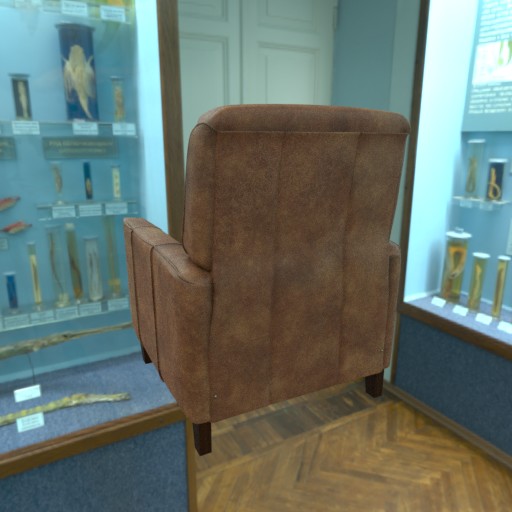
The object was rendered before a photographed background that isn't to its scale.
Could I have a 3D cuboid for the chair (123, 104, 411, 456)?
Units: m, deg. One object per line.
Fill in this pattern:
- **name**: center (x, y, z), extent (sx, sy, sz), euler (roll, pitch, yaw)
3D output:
- **chair**: center (0.000, 0.000, 1.686), extent (0.843, 1.043, 0.836), euler (-7, 16, -26)
